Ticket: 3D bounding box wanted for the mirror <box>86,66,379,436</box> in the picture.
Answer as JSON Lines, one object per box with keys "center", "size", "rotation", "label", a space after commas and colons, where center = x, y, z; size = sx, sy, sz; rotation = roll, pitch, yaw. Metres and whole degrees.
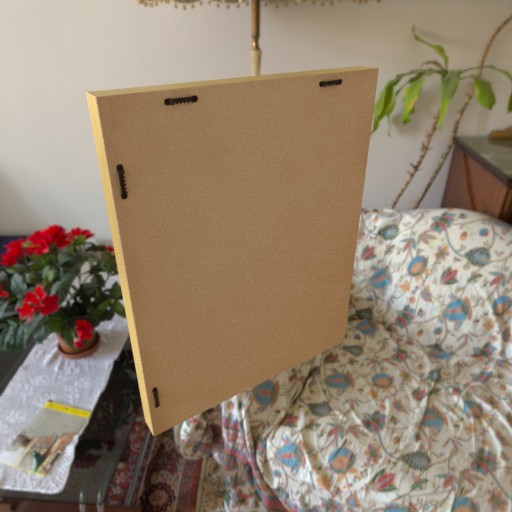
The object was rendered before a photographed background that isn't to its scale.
{"center": [0.000, 0.000, 0.676], "size": [0.405, 0.508, 0.041], "rotation": [-18, 34, -29], "label": "mirror"}
